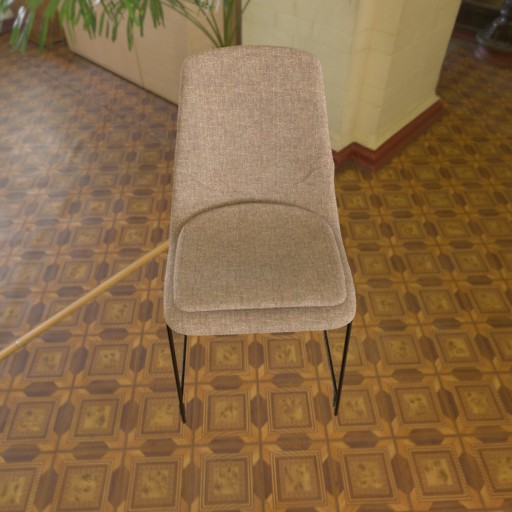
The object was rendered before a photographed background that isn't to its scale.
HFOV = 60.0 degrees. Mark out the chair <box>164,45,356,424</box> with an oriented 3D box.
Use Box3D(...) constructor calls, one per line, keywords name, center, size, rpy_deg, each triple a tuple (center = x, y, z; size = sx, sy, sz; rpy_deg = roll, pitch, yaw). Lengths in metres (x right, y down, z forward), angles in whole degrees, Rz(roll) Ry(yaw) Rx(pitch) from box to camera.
Box3D(name="chair", center=(0.000, 0.000, 1.139), size=(0.479, 0.858, 0.518), rpy_deg=(-2, 47, -2))
